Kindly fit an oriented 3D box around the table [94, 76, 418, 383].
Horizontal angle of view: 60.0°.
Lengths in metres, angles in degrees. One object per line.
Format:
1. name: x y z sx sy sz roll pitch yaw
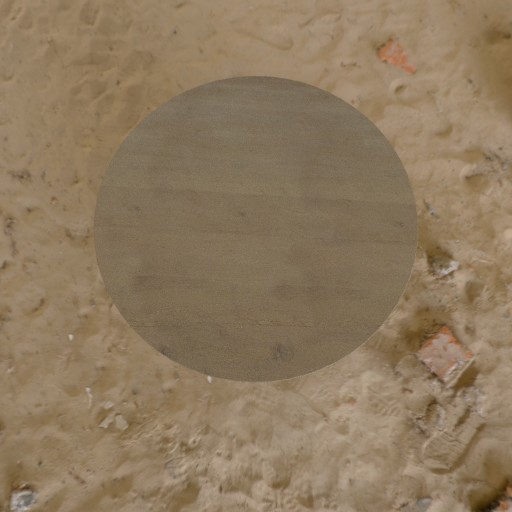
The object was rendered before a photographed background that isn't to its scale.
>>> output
1. table: 0.000 0.000 1.472 0.800 0.780 0.800 0 75 0
